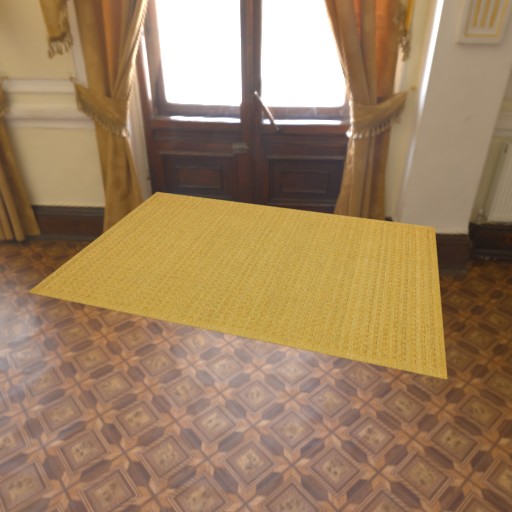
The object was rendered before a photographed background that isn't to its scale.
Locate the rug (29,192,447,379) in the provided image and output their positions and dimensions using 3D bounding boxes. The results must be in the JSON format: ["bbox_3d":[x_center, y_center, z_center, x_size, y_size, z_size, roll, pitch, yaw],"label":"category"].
[{"bbox_3d":[0.000,0.000,3.709,2.895,0.006,1.981,9,32,15],"label":"rug"}]
